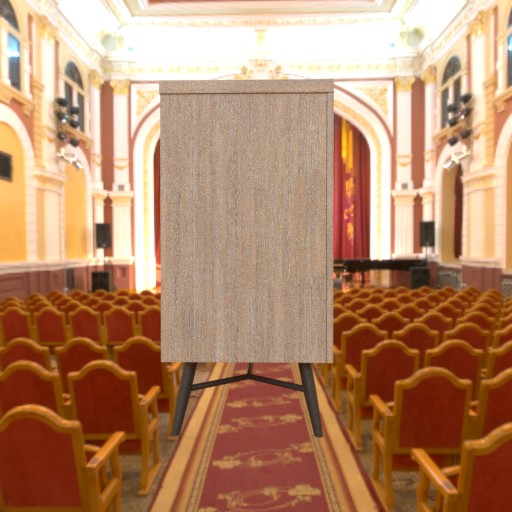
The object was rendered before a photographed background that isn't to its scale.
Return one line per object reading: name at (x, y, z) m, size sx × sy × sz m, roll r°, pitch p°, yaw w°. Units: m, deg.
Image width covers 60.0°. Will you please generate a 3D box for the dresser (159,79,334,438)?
dresser at (0.000, 0.000, 1.883) m, size 0.457 × 0.914 × 1.524 m, roll 0°, pitch 1°, yaw 1°
